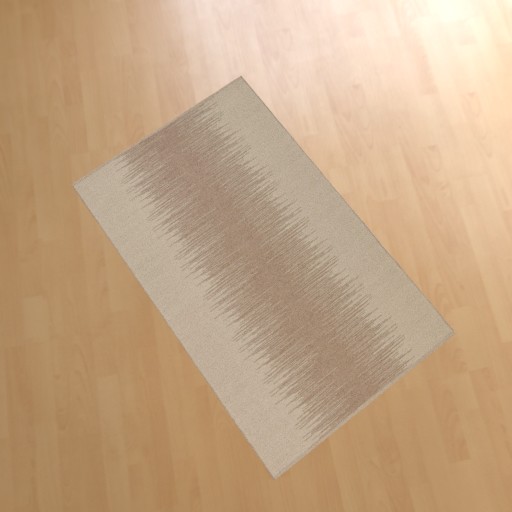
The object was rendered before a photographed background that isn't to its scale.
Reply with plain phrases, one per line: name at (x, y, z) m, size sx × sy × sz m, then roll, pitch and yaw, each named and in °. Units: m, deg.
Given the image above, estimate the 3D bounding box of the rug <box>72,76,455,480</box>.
rug at (0.000, 0.000, 3.081) m, size 1.522 × 0.012 × 2.440 m, roll -36°, pitch 79°, yaw -8°
